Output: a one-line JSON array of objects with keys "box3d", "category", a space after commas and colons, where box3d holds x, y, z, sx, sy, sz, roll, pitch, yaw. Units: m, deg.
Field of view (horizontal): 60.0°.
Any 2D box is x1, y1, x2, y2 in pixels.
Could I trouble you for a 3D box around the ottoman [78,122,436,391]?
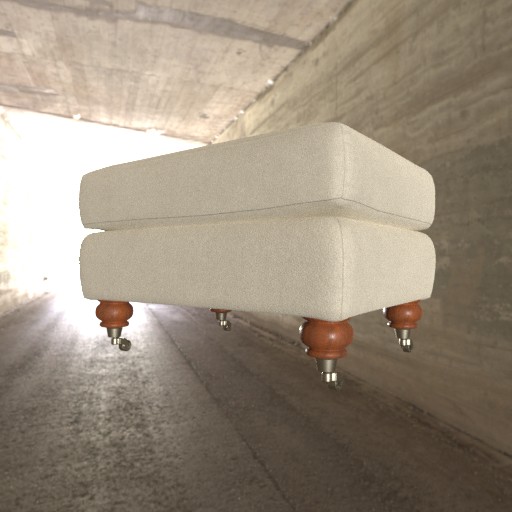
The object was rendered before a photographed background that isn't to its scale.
[{"box3d": [0.000, 0.000, 1.139, 0.773, 0.499, 0.569, -1, -1, 36], "category": "ottoman"}]
